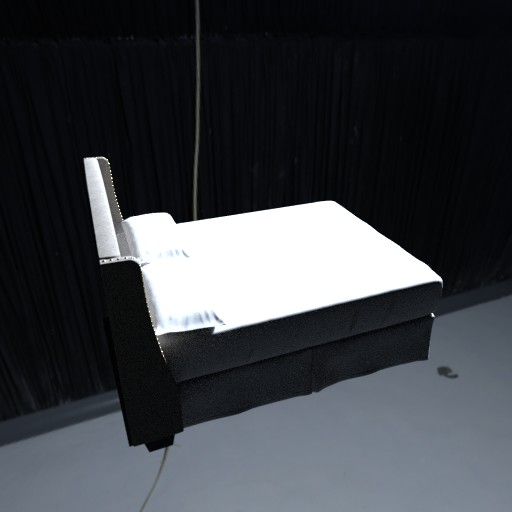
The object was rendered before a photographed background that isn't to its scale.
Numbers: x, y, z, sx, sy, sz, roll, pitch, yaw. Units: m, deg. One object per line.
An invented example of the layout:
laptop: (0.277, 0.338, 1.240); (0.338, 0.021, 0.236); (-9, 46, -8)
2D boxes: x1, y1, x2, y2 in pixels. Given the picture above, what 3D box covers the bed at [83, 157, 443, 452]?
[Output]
bed: (0.000, 0.000, 3.319); (2.237, 1.407, 1.710); (-11, 31, -18)
